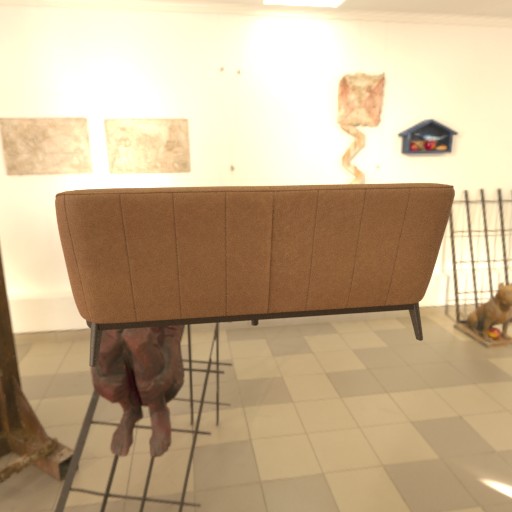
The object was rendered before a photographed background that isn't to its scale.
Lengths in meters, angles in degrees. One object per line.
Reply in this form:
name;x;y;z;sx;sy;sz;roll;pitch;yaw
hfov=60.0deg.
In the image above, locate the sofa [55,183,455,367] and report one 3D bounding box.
sofa;0.000;0.000;2.390;1.928;0.830;0.869;-2;15;-9
